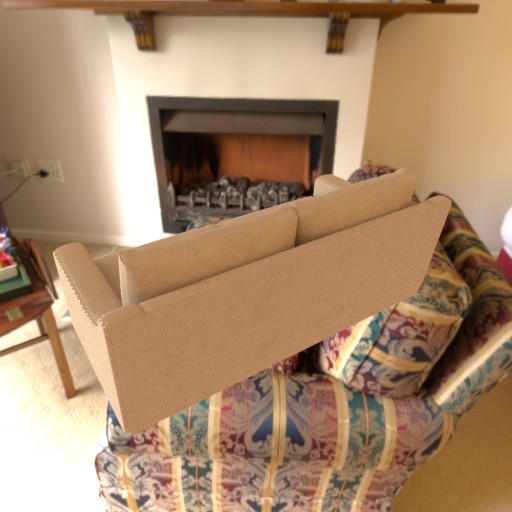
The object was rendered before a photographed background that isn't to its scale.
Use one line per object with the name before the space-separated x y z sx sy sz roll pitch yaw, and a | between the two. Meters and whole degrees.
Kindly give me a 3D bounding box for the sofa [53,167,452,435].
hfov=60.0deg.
sofa | 0.000 0.000 2.535 1.967 0.901 1.030 -19 37 -28
